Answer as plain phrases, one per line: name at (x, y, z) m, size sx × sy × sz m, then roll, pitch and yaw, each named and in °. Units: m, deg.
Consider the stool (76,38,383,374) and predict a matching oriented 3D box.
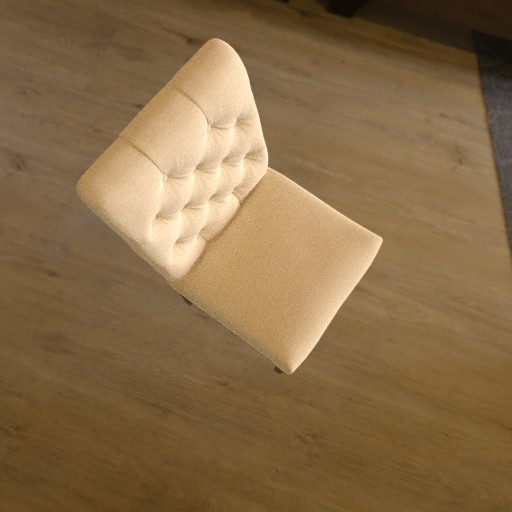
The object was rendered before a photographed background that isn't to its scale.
stool at (0.000, 0.000, 1.415) m, size 0.610 × 1.118 × 0.482 m, roll 35°, pitch 77°, yaw 9°
